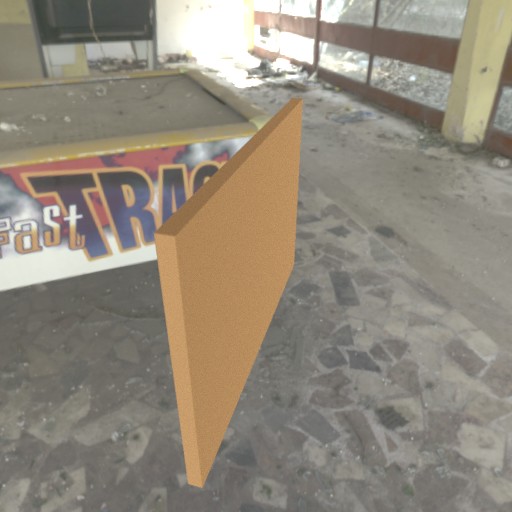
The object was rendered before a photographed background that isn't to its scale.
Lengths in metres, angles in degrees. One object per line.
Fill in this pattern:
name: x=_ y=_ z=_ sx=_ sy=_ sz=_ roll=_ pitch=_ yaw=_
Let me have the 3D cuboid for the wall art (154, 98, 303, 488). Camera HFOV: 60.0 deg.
wall art: x=0.000 y=0.000 z=1.157 sx=0.033 sy=0.608 sz=0.915 roll=9 pitch=33 yaw=14
